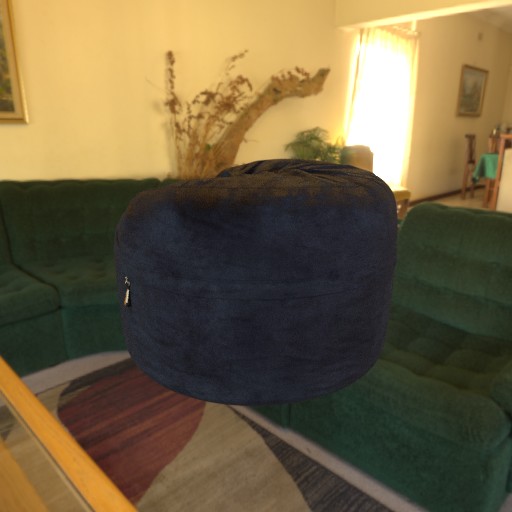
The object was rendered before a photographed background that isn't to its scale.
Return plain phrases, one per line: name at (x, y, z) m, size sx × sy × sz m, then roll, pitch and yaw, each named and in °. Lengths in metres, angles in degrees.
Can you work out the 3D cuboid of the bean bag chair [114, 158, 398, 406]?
bean bag chair at (0.000, 0.000, 1.507) m, size 0.918 × 0.616 × 0.918 m, roll 0°, pitch 16°, yaw 0°
